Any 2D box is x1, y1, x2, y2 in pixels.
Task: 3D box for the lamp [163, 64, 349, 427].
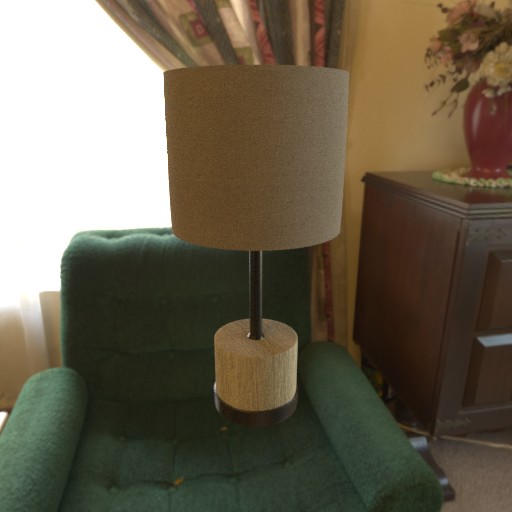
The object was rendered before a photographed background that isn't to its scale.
[{"bbox_3d":[0.000,0.000,0.619,0.229,0.470,0.229,-9,20,-27],"label":"lamp"}]
